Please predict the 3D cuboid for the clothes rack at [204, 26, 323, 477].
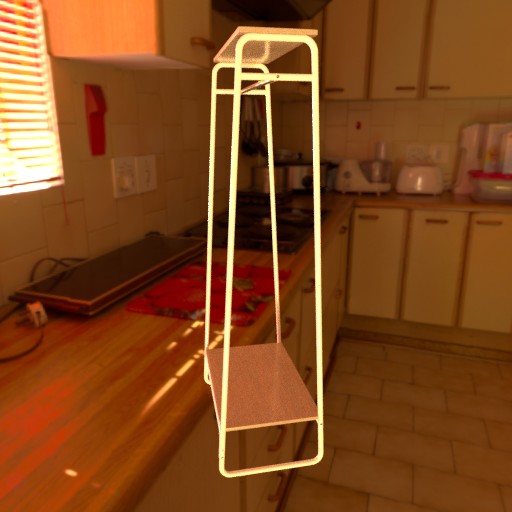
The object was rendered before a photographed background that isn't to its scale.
[{"bbox_3d":[0.000,0.000,1.751,0.400,1.512,0.640,-3,17,-11],"label":"clothes rack"}]
